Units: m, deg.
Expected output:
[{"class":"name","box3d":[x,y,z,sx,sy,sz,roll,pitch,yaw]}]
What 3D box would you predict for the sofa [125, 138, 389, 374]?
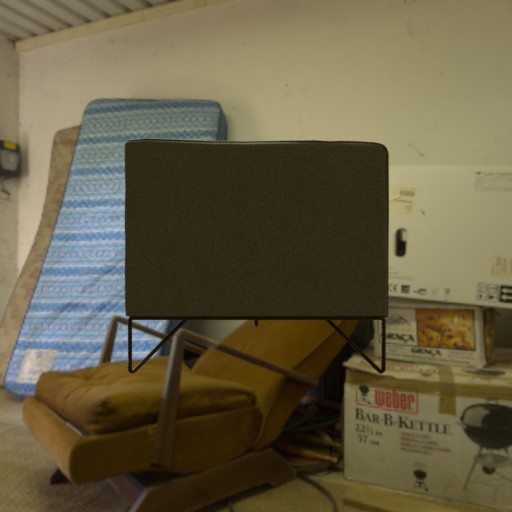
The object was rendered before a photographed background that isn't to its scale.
[{"class":"sofa","box3d":[0.000,0.000,2.517,0.912,0.798,2.079,0,0,0]}]
